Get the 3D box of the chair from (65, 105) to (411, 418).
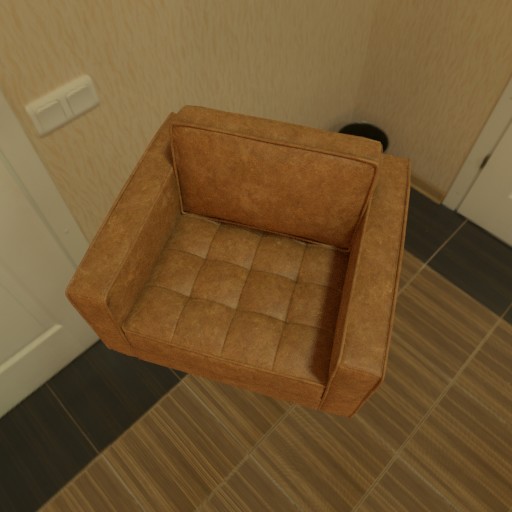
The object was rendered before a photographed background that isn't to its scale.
[{"bbox_3d":[0.000,0.000,1.523,0.928,0.767,0.798,14,59,8],"label":"chair"}]
